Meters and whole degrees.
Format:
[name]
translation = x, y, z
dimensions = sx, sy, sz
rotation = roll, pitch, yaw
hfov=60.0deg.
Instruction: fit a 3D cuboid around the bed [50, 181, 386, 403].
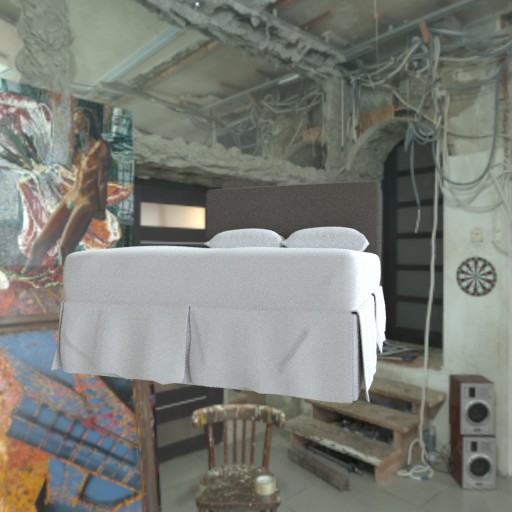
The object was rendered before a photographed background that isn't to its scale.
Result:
[bed]
translation = 0.000, 0.000, 3.145
dimensions = 1.723, 1.330, 2.142
rotation = 0, 0, 19
